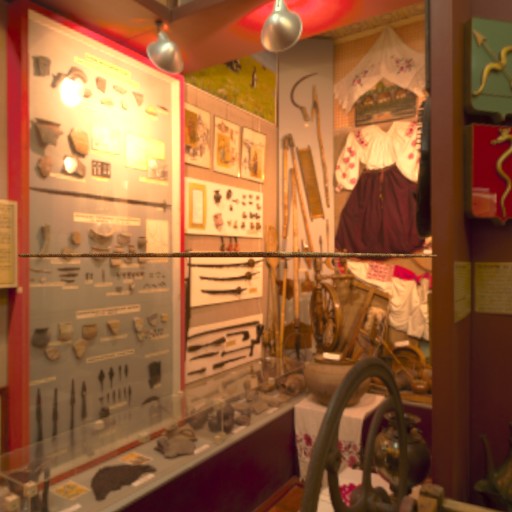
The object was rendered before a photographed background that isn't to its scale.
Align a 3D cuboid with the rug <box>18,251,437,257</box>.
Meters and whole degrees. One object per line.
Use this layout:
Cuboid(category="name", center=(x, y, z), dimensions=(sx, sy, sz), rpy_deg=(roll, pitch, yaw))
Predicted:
Cuboid(category="rug", center=(0.000, 0.000, 3.942), dimensions=(2.399, 0.026, 3.000), rpy_deg=(0, 0, 35))
